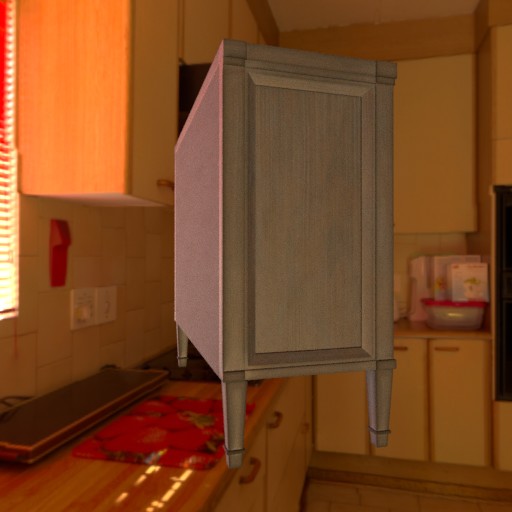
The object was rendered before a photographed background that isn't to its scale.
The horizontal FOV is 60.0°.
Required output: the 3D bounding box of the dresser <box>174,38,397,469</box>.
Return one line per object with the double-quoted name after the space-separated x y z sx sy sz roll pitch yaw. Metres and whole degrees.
0.000 0.000 1.572 0.463 0.986 1.049 0 0 -16 "dresser"
